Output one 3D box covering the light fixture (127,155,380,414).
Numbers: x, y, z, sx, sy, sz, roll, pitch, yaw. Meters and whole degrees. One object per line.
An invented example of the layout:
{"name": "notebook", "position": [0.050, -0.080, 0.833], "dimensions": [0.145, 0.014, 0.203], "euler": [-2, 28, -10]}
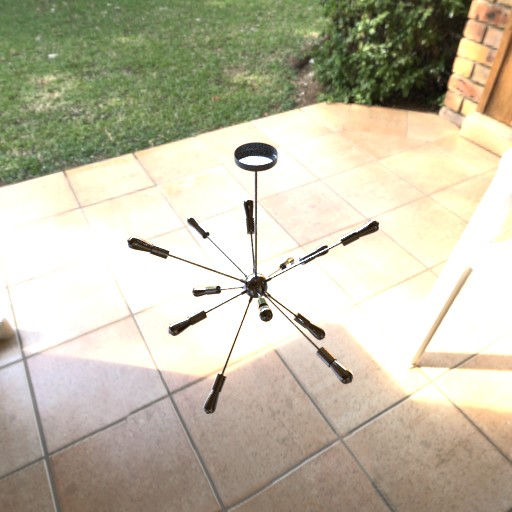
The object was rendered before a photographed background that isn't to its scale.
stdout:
{"name": "light fixture", "position": [0.000, 0.000, 1.066], "dimensions": [0.509, 0.558, 0.684], "euler": [-27, 49, -25]}
